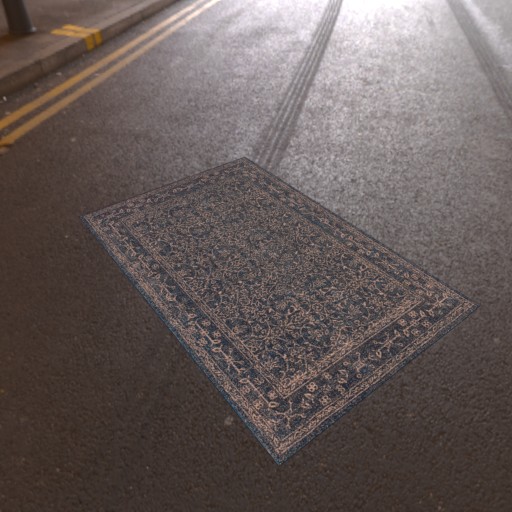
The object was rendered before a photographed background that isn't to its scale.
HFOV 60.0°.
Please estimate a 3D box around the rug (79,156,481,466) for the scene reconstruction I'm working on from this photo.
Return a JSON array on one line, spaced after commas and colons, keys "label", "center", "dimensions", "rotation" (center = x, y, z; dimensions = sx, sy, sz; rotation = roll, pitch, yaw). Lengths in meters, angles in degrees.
[{"label": "rug", "center": [0.000, 0.000, 2.297], "dimensions": [1.200, 0.005, 1.819], "rotation": [-26, 47, -28]}]
